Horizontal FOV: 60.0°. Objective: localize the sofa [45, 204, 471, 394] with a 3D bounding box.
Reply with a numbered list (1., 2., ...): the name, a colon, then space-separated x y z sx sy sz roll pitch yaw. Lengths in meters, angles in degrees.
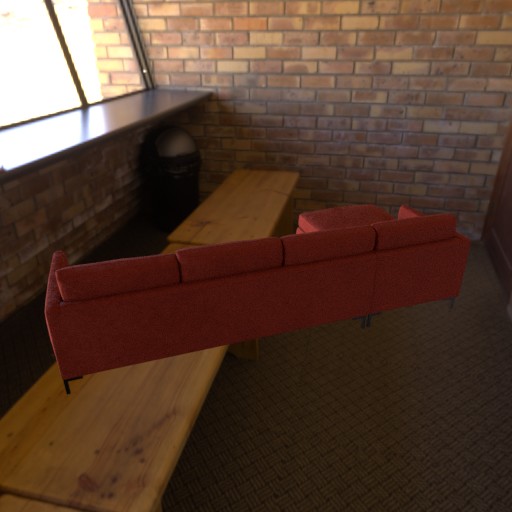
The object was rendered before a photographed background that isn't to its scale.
1. sofa: 0.000 0.000 2.913 2.467 0.663 1.136 -9 28 -17
